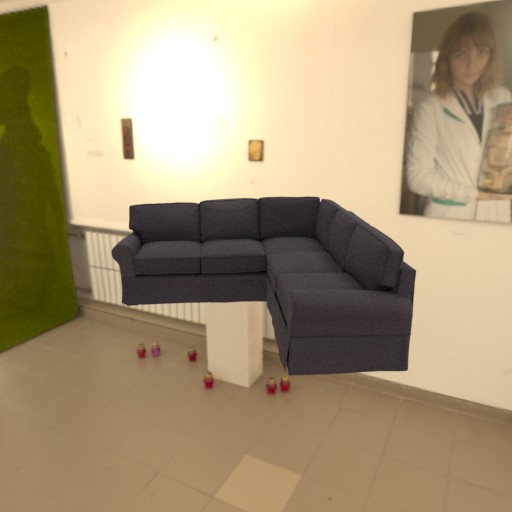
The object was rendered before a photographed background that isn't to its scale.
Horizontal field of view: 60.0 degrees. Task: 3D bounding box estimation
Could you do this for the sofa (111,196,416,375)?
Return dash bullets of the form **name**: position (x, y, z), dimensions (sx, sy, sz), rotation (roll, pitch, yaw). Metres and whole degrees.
- **sofa**: position (0.000, 0.000, 5.184), dimensions (3.773, 1.169, 2.874), rotation (8, 17, 26)
